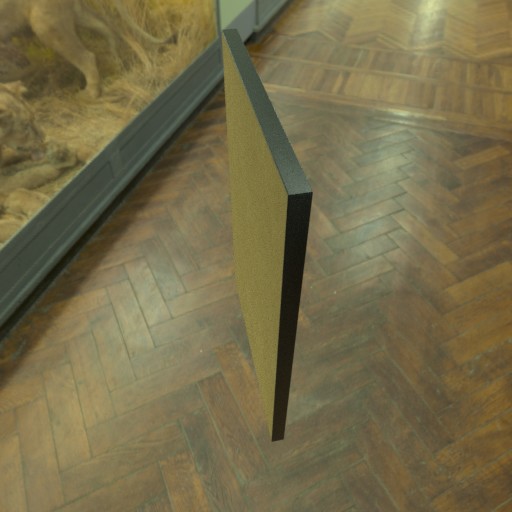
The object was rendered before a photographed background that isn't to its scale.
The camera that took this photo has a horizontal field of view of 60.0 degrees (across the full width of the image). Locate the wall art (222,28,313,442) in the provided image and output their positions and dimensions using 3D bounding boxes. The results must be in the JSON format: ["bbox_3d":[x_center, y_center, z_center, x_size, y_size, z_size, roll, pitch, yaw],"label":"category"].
[{"bbox_3d":[0.000,0.000,0.583,0.019,0.455,0.314,-8,47,-8],"label":"wall art"}]
